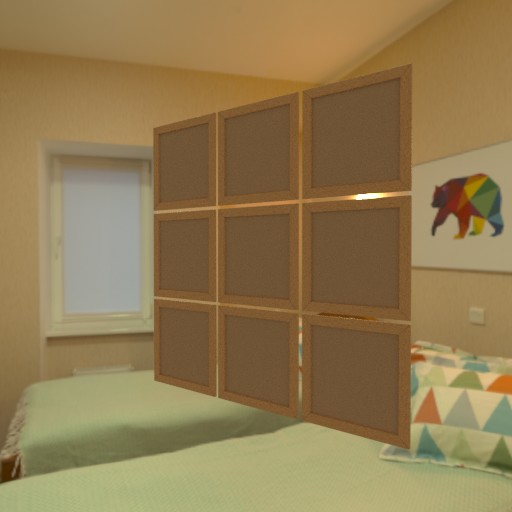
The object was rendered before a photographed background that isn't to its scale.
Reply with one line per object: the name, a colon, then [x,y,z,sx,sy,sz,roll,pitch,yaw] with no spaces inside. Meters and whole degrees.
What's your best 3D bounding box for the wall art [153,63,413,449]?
wall art: [0.000,0.000,2.191,1.519,1.507,0.014,1,1,37]
